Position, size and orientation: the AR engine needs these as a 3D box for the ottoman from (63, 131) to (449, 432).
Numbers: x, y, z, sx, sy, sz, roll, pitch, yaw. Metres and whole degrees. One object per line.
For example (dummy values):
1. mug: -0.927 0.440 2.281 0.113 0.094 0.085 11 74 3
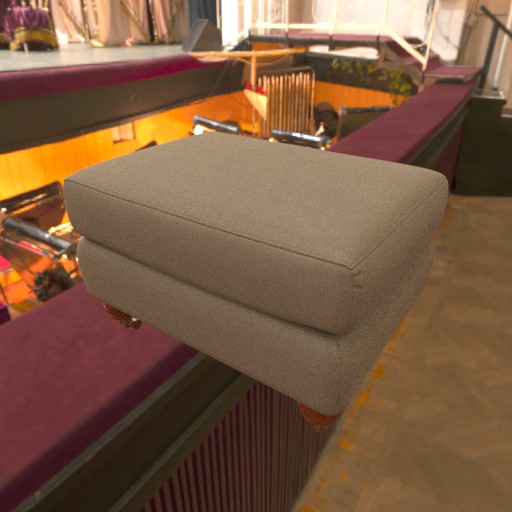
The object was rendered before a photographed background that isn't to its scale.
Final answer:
1. ottoman: 0.000 0.000 1.137 0.773 0.499 0.569 19 34 30
